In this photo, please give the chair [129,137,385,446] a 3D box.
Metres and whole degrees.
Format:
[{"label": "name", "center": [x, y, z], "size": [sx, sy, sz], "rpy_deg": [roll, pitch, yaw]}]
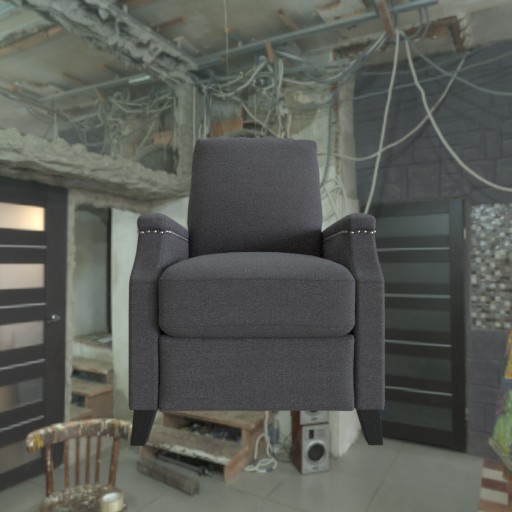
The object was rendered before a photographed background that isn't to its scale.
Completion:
[{"label": "chair", "center": [0.000, 0.000, 1.627], "size": [0.710, 1.049, 0.922], "rpy_deg": [0, -1, 0]}]
